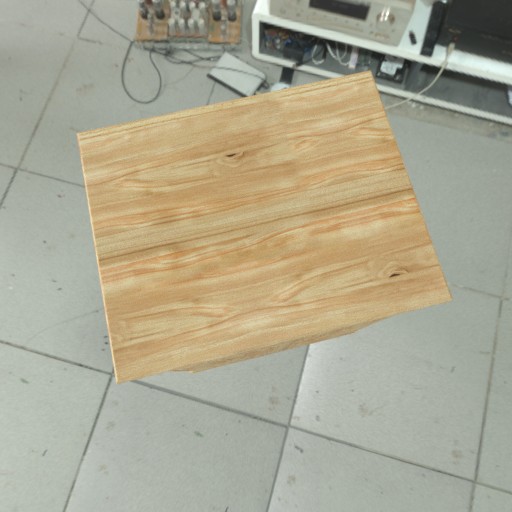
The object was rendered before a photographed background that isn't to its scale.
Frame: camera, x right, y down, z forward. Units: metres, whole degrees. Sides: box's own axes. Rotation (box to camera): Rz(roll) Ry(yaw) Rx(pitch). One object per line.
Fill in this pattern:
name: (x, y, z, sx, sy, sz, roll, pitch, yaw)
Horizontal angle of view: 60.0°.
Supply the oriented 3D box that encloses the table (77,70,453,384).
table: (0.000, 0.000, 0.892, 0.530, 0.515, 0.380, -13, 76, -3)
